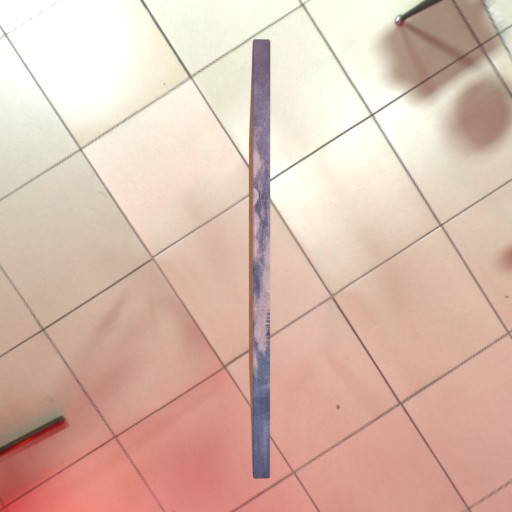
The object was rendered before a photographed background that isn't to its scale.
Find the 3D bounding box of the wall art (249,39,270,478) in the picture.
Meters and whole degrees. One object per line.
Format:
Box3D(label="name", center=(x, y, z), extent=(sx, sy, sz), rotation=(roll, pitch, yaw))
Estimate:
Box3D(label="wall art", center=(0.000, 0.000, 1.524), extent=(0.040, 1.020, 1.010), rotation=(0, 91, -1))
